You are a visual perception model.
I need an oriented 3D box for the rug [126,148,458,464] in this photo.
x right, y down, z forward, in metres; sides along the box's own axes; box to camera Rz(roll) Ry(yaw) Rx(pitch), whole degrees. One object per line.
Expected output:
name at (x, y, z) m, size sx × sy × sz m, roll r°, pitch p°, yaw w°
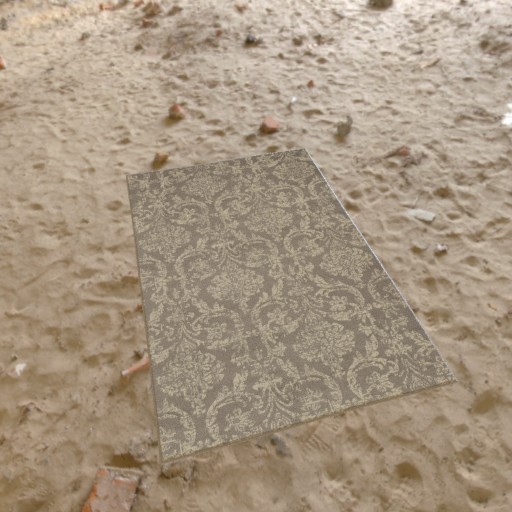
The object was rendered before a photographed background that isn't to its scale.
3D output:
rug at (0.000, 0.000, 3.468) m, size 1.819 × 0.018 × 2.746 m, roll -11°, pitch 46°, yaw -11°
